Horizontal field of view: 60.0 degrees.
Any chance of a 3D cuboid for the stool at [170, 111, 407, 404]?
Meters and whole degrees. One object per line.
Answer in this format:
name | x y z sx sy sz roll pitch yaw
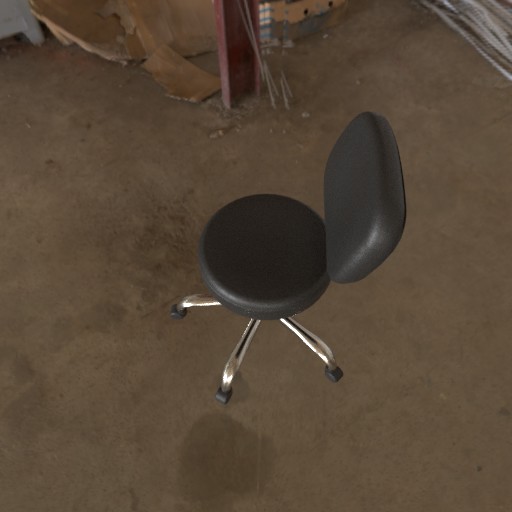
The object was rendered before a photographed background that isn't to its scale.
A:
stool | 0.000 0.000 1.331 0.648 0.862 0.673 2 57 1
